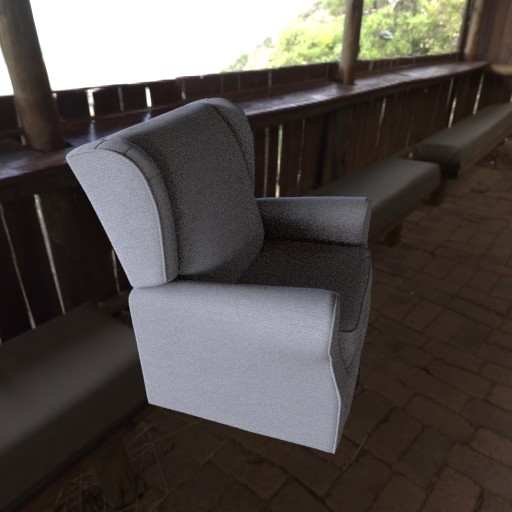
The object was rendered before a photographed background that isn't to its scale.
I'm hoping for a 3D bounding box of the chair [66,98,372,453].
[{"bbox_3d":[0.000,0.000,1.625,0.854,0.966,0.906,9,30,16],"label":"chair"}]
